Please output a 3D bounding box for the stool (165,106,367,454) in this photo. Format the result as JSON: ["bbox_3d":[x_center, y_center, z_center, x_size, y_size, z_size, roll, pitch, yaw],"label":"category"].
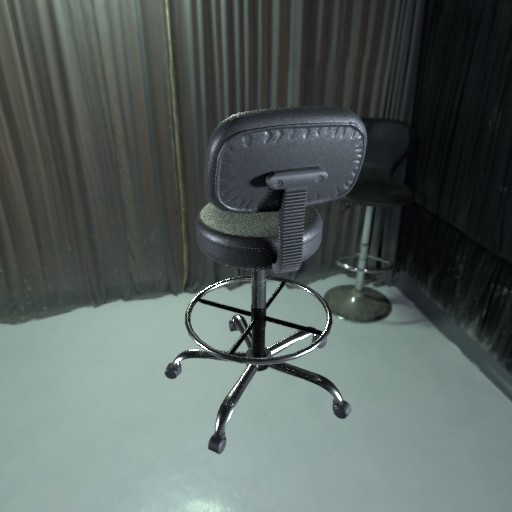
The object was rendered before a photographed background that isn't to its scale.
[{"bbox_3d":[0.000,0.000,1.518,0.694,1.069,0.658,-9,29,-16],"label":"stool"}]
